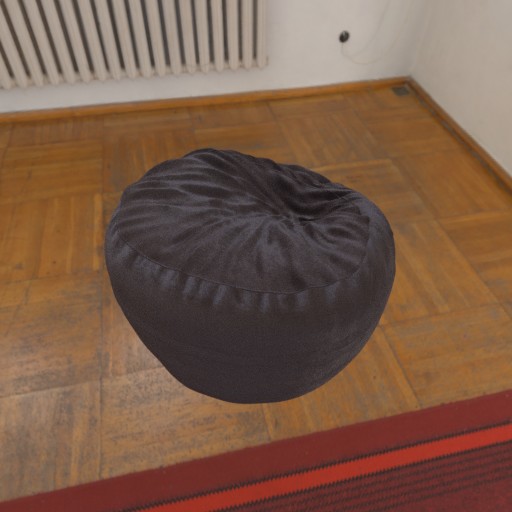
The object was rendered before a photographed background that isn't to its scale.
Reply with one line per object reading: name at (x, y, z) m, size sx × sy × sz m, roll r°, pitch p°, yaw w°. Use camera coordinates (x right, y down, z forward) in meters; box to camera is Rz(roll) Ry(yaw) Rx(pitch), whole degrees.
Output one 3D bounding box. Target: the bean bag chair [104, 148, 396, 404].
bean bag chair at (0.000, 0.000, 2.054) m, size 1.245 × 0.821 × 1.245 m, roll 0°, pitch 47°, yaw 0°
